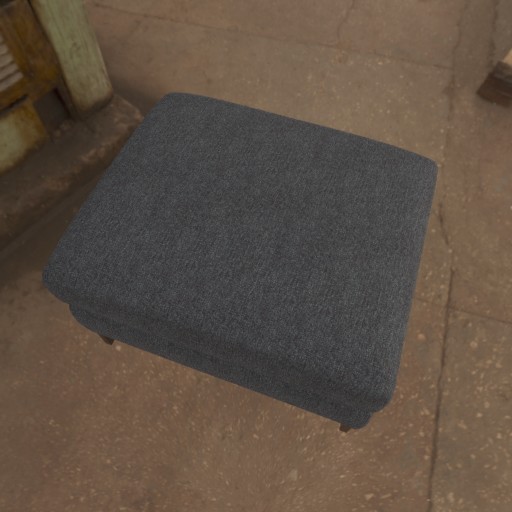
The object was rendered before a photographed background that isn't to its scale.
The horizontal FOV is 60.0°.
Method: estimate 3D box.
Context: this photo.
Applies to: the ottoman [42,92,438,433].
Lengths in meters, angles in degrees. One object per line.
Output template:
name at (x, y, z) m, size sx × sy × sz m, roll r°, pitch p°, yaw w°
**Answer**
ottoman at (0.000, 0.000, 1.280) m, size 0.831 × 0.533 × 0.695 m, roll 17°, pitch 61°, yaw 10°
